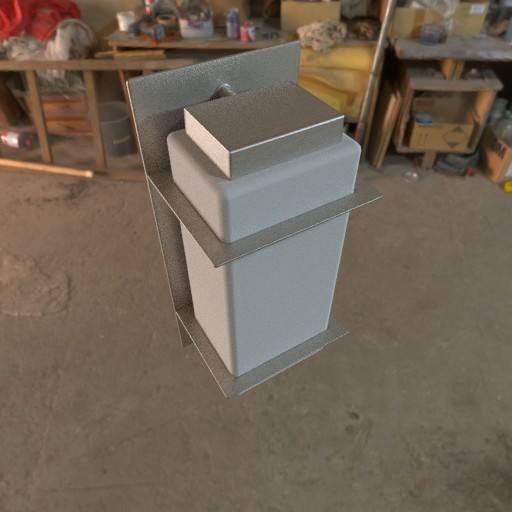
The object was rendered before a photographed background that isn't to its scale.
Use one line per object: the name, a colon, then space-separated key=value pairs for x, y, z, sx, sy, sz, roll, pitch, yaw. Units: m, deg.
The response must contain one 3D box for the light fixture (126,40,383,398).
light fixture: x=0.000 y=0.000 z=0.481 sx=0.168 sy=0.380 sz=0.160 roll=-23 pitch=50 yaw=-21
